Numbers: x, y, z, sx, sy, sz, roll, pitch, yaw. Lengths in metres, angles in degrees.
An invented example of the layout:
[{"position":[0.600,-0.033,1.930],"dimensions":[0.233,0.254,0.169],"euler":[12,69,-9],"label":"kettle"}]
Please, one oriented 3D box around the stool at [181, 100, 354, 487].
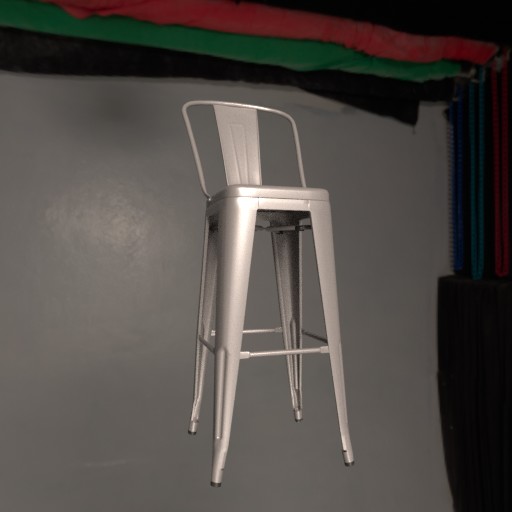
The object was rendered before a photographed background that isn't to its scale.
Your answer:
[{"position":[0.000,0.000,1.338],"dimensions":[0.399,1.096,0.513],"euler":[0,0,-18],"label":"stool"}]
